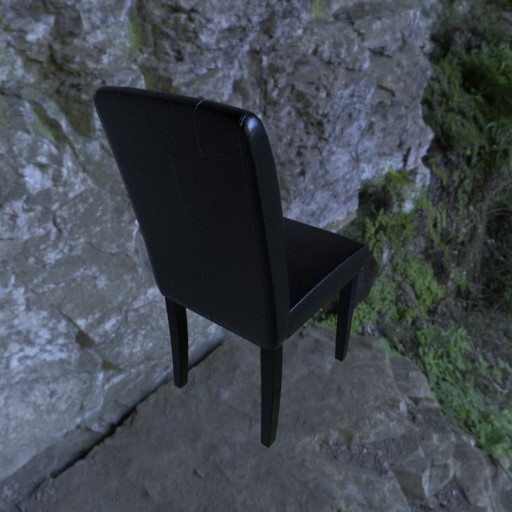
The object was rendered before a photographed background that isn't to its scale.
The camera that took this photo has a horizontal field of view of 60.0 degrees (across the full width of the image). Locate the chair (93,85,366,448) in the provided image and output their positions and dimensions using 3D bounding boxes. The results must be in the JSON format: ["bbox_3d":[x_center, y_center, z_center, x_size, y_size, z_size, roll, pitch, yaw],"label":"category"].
[{"bbox_3d":[0.000,0.000,1.171,0.399,0.897,0.556,22,37,32],"label":"chair"}]
